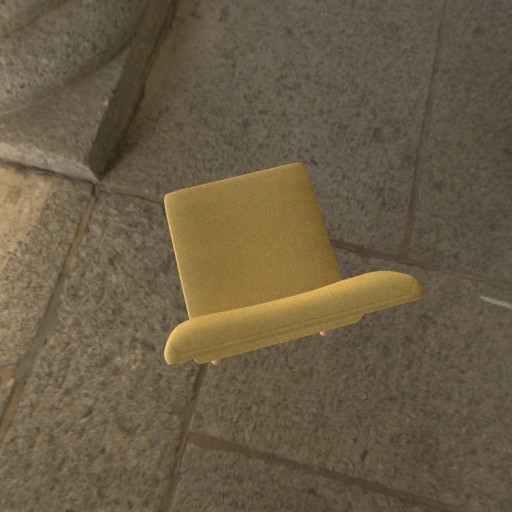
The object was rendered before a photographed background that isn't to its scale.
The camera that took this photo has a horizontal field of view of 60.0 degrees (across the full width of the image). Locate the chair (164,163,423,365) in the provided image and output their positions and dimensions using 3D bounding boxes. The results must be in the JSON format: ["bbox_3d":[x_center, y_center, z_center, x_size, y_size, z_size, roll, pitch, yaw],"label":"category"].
[{"bbox_3d":[0.000,0.000,1.248,0.450,0.965,0.550,-14,74,-4],"label":"chair"}]
